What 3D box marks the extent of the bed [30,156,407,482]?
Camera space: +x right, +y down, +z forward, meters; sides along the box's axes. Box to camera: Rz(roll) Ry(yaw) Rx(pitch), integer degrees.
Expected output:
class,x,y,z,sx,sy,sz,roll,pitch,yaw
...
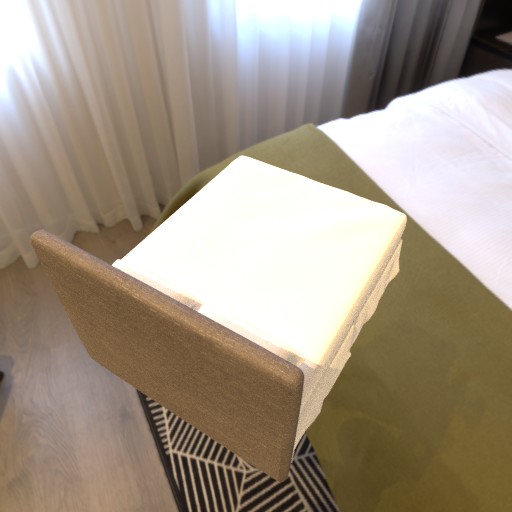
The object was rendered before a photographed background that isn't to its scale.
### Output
class,x,y,z,sx,sy,sz,roll,pitch,yaw
bed,0.000,0.000,3.169,1.723,1.330,2.142,24,51,21
